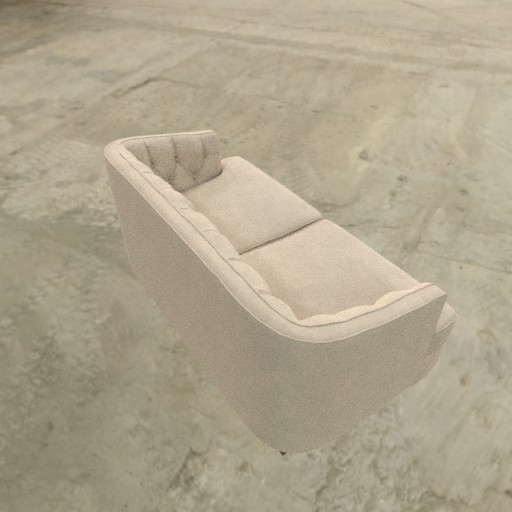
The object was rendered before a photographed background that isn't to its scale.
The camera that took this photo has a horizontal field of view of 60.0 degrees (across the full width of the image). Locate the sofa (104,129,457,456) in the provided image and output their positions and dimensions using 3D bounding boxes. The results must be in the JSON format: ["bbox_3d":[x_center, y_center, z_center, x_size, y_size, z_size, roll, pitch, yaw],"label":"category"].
[{"bbox_3d":[0.000,0.000,2.223,0.940,0.878,1.731,-24,46,-26],"label":"sofa"}]
